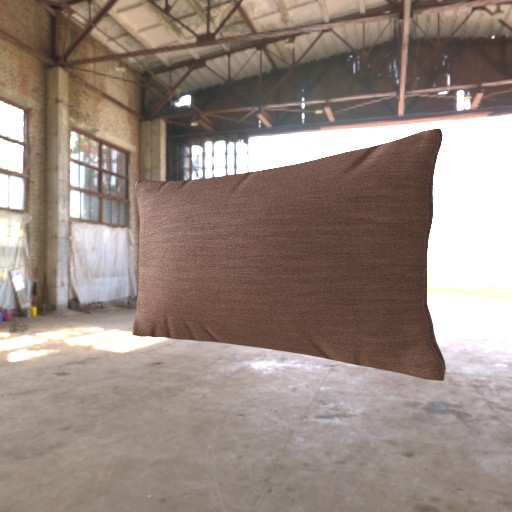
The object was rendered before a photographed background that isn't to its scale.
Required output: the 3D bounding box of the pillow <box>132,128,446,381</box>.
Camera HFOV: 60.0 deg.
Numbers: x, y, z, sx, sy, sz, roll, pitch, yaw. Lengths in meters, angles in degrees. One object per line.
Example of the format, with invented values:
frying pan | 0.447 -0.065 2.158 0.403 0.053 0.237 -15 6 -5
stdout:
pillow | 0.000 0.000 0.780 0.633 0.338 0.210 -1 -2 36
